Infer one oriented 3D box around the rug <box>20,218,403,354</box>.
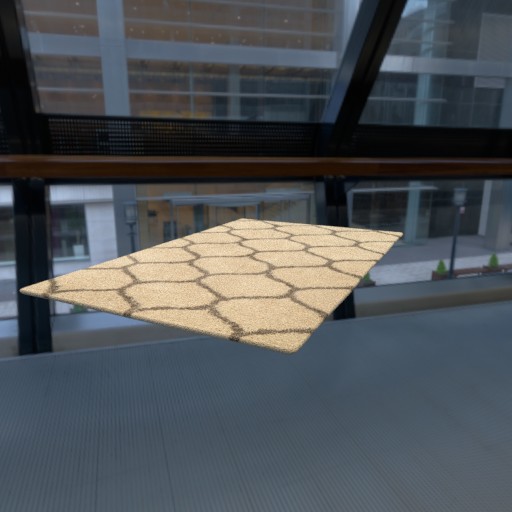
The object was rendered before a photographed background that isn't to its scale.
[{"bbox_3d":[0.000,0.000,2.920,1.501,0.024,2.348,7,16,26],"label":"rug"}]
